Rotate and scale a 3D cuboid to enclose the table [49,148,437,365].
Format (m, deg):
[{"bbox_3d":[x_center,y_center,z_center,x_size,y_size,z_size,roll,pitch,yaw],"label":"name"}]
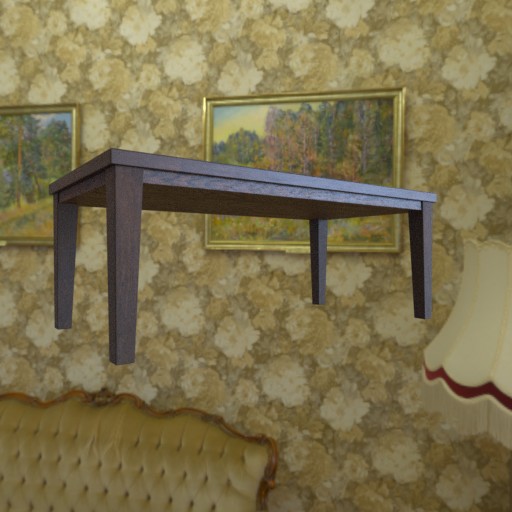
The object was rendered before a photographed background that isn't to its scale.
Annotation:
[{"bbox_3d":[0.000,0.000,2.525,1.981,0.762,1.016,0,0,-36],"label":"table"}]
